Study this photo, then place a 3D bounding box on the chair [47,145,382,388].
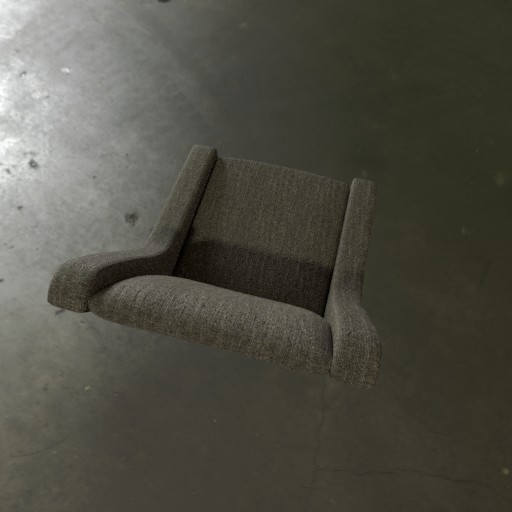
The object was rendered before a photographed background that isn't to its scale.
[{"bbox_3d":[0.000,0.000,1.624,0.793,1.012,0.944,13,65,7],"label":"chair"}]
